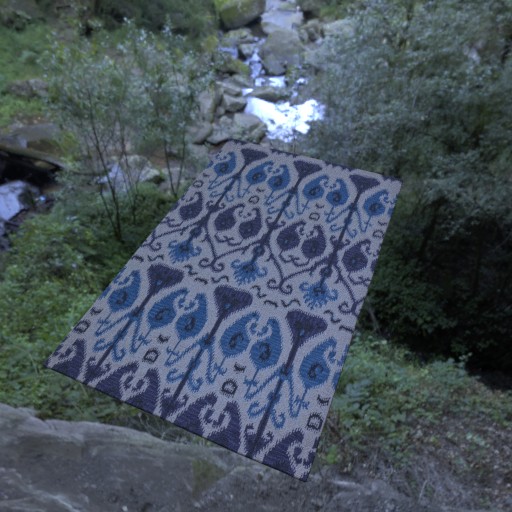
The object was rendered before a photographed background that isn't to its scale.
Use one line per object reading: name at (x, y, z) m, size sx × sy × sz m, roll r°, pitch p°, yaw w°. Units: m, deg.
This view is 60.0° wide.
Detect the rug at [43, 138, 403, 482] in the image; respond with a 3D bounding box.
rug at (0.000, 0.000, 2.088) m, size 1.072 × 0.013 × 1.698 m, roll 17°, pitch 50°, yaw 15°
